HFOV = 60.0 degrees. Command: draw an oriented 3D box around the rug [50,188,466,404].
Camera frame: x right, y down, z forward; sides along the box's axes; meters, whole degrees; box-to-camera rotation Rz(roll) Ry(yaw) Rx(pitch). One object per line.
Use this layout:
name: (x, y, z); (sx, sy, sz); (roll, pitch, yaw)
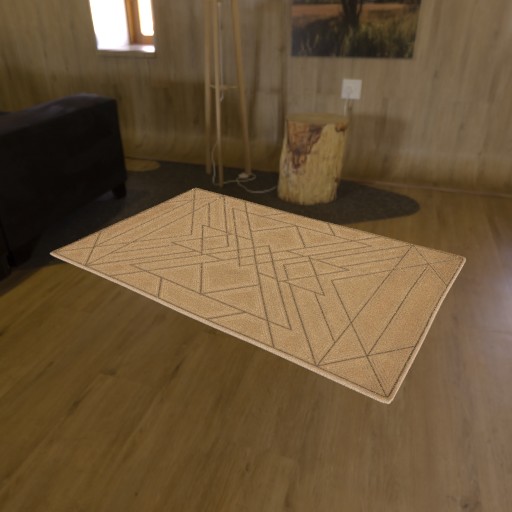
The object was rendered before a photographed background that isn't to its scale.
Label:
rug: (0.000, 0.000, 3.097); (2.459, 0.023, 1.575); (18, 34, 29)
